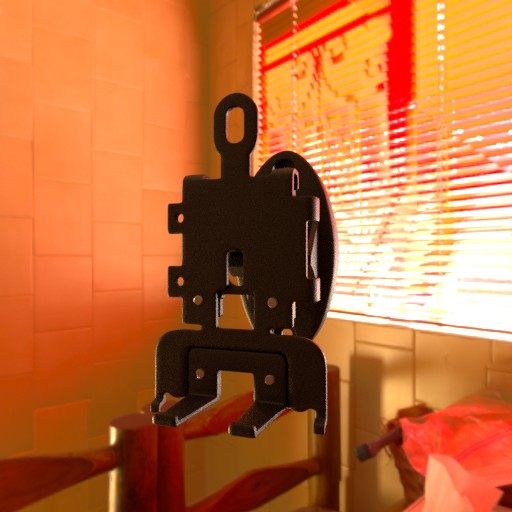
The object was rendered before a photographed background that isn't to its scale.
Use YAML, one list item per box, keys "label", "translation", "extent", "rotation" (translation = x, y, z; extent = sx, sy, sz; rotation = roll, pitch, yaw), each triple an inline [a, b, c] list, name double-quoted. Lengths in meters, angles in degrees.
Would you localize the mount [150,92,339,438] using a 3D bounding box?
- label: "mount"
  translation: [0.000, 0.000, 0.182]
  extent: [0.066, 0.118, 0.100]
  rotation: [0, -1, 19]
